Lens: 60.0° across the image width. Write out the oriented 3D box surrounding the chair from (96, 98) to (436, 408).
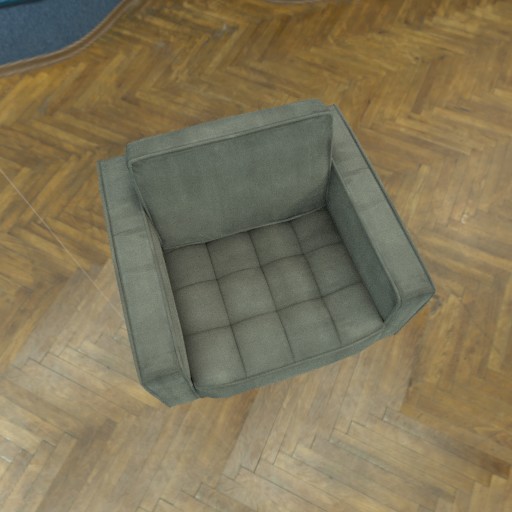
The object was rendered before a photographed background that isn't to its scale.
[{"bbox_3d":[0.000,0.000,1.553,0.928,0.773,0.843,-16,64,-8],"label":"chair"}]
